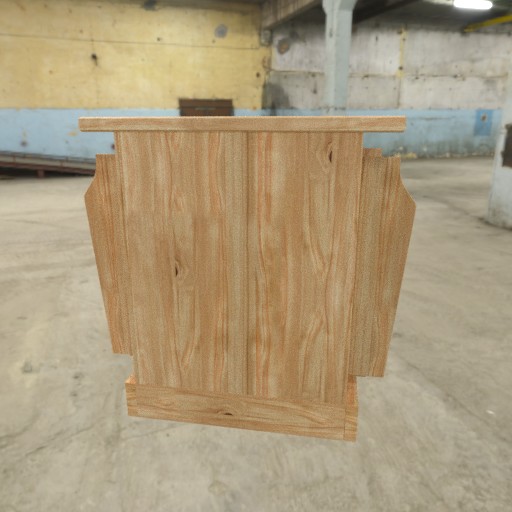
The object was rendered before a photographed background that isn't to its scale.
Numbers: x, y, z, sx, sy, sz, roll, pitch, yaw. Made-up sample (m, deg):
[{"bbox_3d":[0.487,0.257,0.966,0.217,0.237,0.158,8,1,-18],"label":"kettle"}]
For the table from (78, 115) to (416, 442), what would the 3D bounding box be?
[{"bbox_3d":[0.000,0.000,0.871,0.530,0.515,0.380,3,16,10],"label":"table"}]
